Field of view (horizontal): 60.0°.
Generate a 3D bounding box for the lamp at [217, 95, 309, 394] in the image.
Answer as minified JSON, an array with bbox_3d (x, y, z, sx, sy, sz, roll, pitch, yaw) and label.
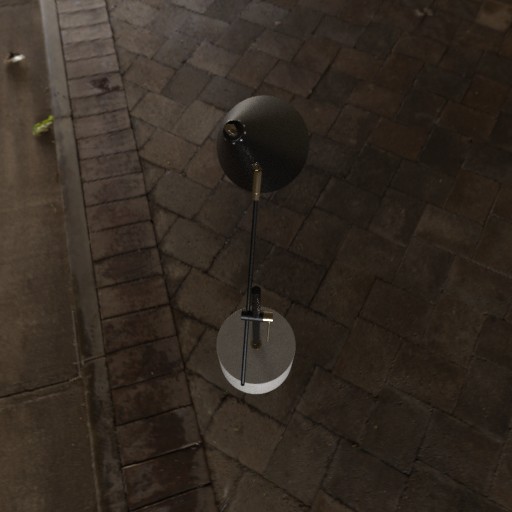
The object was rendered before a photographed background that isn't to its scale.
[{"bbox_3d":[0.000,0.000,0.753,0.214,0.518,0.403,15,65,7],"label":"lamp"}]
